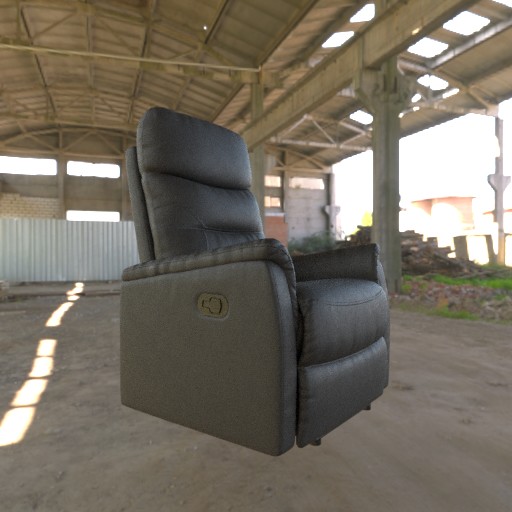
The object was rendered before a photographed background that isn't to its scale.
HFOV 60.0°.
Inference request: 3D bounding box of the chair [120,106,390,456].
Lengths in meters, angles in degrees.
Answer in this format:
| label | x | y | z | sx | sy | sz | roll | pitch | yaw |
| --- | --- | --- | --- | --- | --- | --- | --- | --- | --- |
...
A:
| label | x | y | z | sx | sy | sz | roll | pitch | yaw |
| --- | --- | --- | --- | --- | --- | --- | --- | --- | --- |
| chair | 0.000 | 0.000 | 1.628 | 0.831 | 1.082 | 0.775 | 0 | 0 | 37 |
